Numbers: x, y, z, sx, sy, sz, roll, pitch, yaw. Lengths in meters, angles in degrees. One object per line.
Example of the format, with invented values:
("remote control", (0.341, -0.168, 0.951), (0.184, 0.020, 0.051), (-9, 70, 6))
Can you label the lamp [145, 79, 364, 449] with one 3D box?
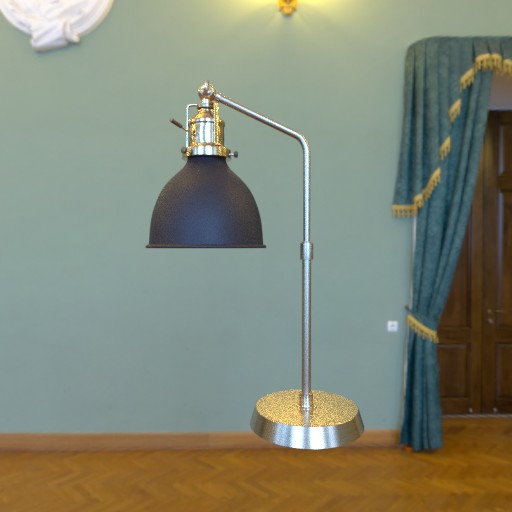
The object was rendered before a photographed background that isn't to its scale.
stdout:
("lamp", (0.000, 0.000, 0.596), (0.291, 0.456, 0.160), (0, 1, -3))
